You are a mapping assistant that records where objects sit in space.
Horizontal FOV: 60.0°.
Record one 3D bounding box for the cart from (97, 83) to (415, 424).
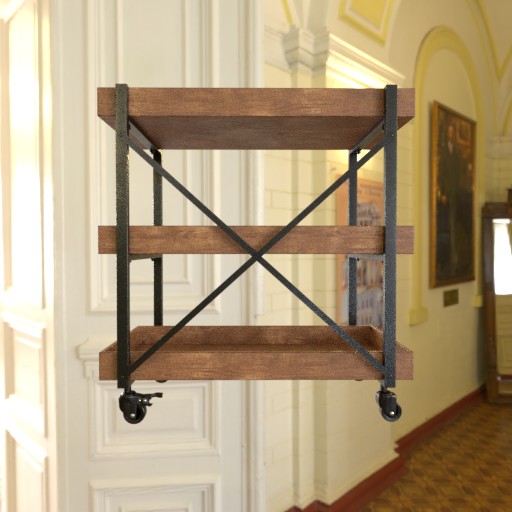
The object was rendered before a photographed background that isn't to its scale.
[{"bbox_3d":[0.000,0.000,1.228,0.750,0.800,0.411,0,1,-1],"label":"cart"}]
